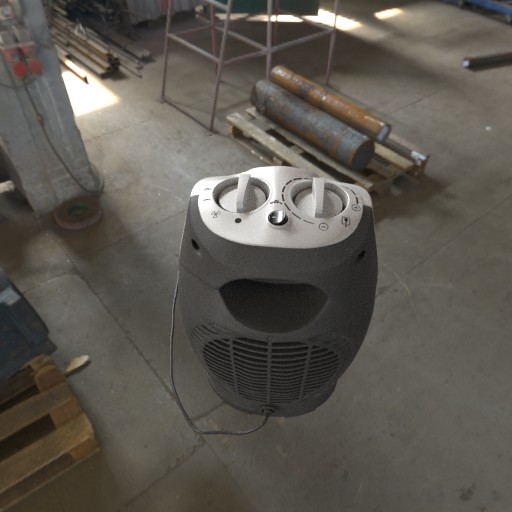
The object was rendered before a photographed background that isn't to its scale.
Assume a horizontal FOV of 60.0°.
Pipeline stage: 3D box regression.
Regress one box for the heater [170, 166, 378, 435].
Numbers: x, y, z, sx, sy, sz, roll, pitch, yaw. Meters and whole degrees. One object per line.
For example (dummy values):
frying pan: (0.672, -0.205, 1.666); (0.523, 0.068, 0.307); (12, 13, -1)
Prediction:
heater: (0.000, 0.000, 0.478); (0.239, 0.255, 0.291); (4, 45, 4)
